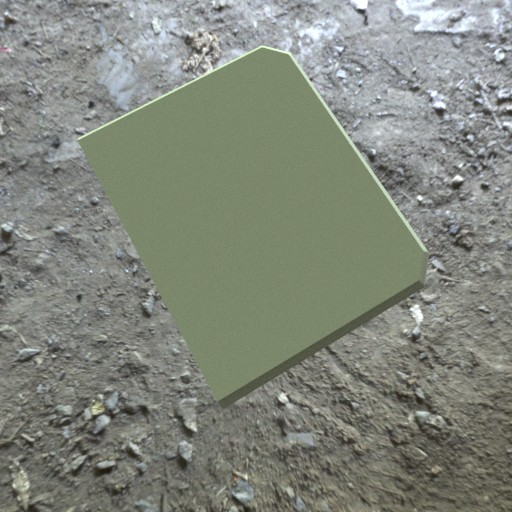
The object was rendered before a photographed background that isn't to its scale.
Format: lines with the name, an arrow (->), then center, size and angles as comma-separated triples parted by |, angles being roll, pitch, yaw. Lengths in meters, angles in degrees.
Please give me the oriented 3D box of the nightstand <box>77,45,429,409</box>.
nightstand -> 0.000, 0.000, 0.942 | 0.351, 0.681, 0.435 | -30, 79, -7
